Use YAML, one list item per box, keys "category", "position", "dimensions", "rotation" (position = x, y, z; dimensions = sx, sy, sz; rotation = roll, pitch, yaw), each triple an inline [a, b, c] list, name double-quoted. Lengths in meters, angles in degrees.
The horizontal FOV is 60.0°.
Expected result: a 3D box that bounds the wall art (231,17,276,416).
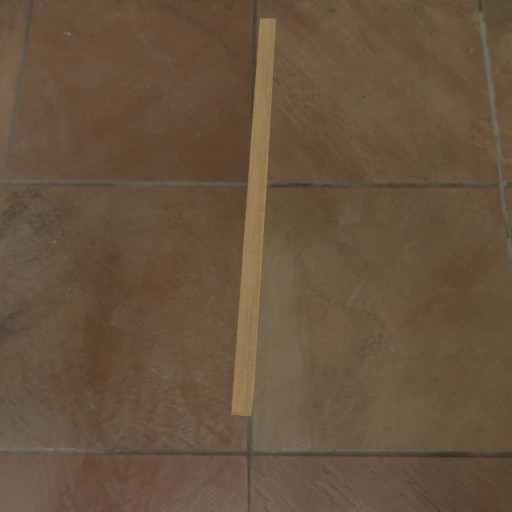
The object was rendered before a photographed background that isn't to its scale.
- category: "wall art"
  position: [0.000, 0.000, 0.757]
  dimensions: [0.020, 0.561, 0.460]
  rotation: [3, 76, 1]
